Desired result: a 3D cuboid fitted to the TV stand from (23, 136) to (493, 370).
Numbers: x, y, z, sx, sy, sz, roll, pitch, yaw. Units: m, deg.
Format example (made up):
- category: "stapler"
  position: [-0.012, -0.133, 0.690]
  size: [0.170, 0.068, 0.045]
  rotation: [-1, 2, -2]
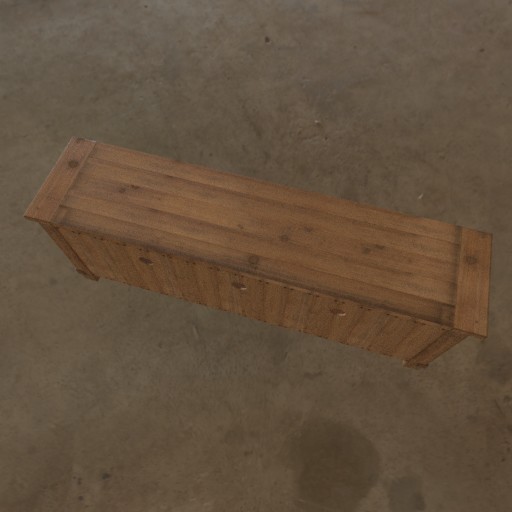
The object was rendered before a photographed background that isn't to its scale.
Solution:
- category: "TV stand"
  position: [0.000, 0.000, 2.005]
  size: [1.804, 0.573, 0.453]
  rotation: [14, 64, 7]
